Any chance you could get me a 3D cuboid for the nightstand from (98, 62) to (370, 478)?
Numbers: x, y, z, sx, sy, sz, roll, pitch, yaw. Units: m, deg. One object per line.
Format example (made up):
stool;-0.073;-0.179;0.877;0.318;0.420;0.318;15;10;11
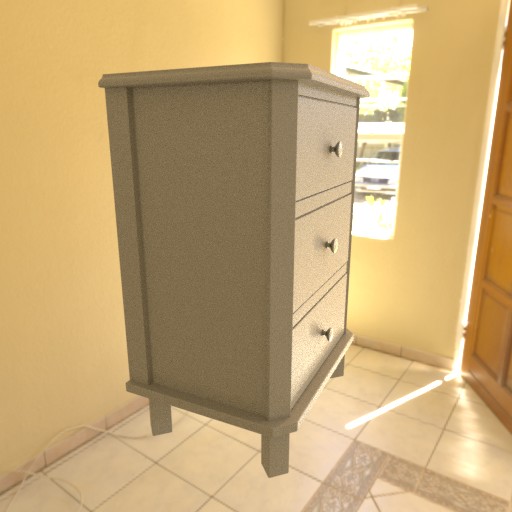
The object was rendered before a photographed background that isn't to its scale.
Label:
nightstand;0.000;0.000;0.926;0.350;0.680;0.450;8;17;25
